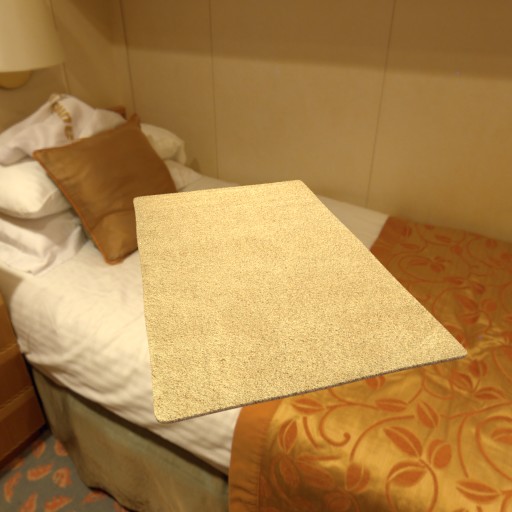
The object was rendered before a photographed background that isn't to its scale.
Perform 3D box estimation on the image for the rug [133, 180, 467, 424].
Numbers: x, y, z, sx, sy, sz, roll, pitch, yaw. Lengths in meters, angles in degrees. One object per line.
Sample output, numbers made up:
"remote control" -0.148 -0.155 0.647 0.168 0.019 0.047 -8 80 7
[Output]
"rug" 0.000 0.000 2.942 1.500 0.025 2.349 -8 32 -13
